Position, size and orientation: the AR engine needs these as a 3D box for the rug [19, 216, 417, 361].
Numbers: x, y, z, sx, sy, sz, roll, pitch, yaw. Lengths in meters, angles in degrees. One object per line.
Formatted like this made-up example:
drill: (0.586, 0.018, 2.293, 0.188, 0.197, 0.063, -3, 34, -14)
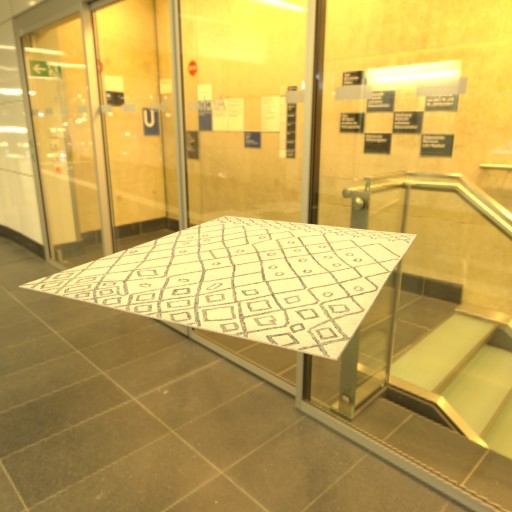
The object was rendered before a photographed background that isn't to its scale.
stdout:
rug: (0.000, 0.000, 4.090, 2.446, 0.015, 3.046, 8, 18, 25)
